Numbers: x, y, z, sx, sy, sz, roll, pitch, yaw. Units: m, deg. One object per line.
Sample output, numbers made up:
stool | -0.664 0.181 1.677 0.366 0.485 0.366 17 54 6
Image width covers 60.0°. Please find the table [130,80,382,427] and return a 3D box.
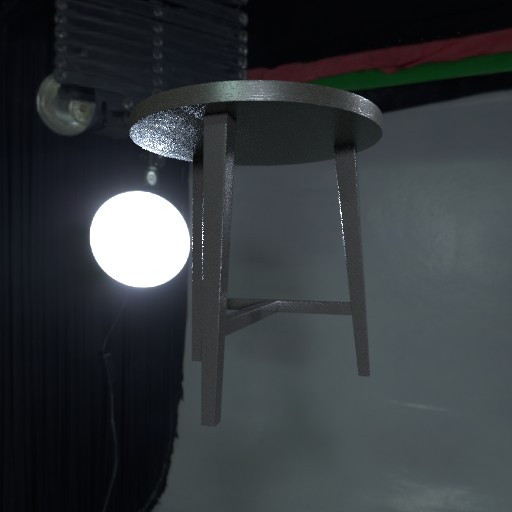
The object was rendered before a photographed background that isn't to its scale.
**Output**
table | 0.000 0.000 0.913 0.500 0.531 0.500 0 0 0
